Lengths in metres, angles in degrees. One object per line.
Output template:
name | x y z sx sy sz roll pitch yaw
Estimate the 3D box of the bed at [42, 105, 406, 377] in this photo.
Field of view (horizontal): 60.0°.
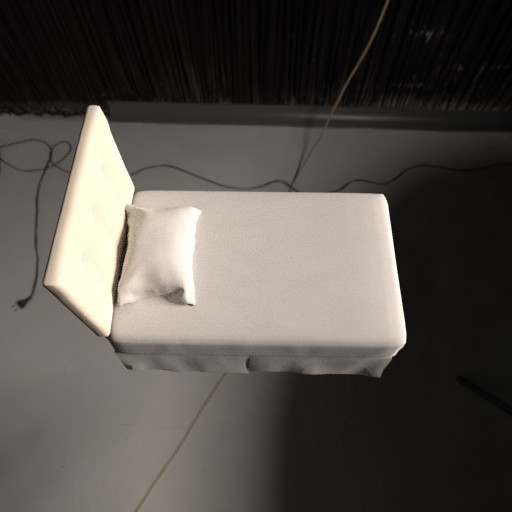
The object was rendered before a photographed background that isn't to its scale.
bed | 0.000 0.000 2.981 1.997 1.571 1.261 1 63 0
